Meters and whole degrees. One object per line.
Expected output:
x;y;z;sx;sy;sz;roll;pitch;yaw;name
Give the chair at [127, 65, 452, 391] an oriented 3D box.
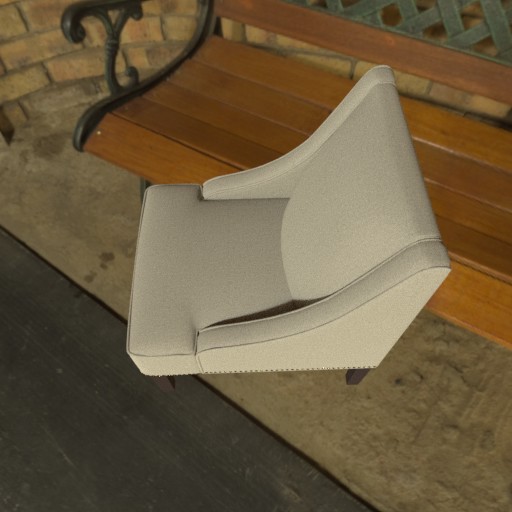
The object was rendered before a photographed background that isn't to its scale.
0.000;0.000;1.338;0.737;0.864;0.610;-2;59;-1;chair
